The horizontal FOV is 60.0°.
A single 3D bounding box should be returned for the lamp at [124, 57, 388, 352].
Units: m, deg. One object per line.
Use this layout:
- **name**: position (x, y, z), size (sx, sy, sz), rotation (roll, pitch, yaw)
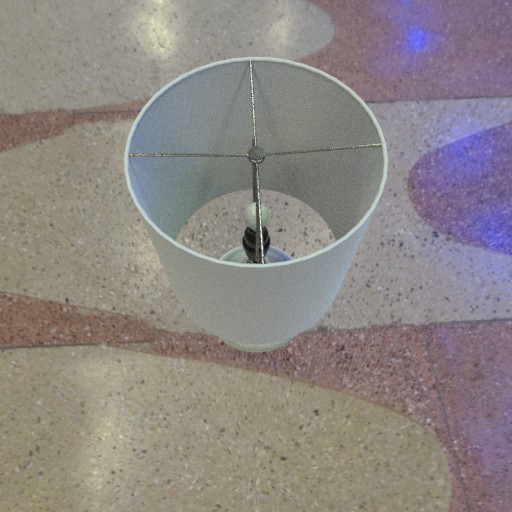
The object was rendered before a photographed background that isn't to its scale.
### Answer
- **lamp**: position (0.000, 0.000, 0.547), size (0.217, 0.404, 0.217), rotation (-3, 64, -1)
